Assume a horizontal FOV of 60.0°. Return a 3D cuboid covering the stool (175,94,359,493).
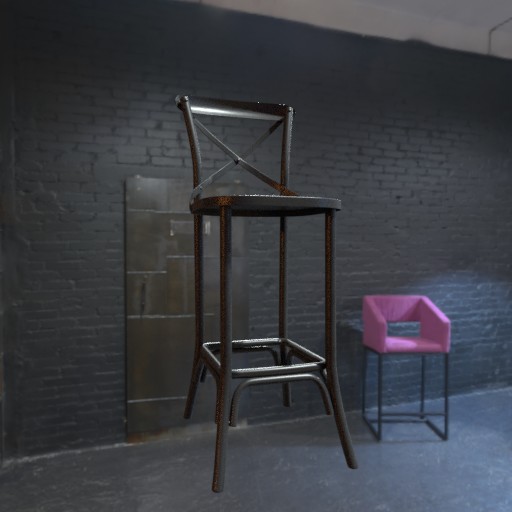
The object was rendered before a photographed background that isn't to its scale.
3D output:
[{"bbox_3d":[0.000,0.000,1.429,0.457,1.168,0.584,0,2,-18],"label":"stool"}]
